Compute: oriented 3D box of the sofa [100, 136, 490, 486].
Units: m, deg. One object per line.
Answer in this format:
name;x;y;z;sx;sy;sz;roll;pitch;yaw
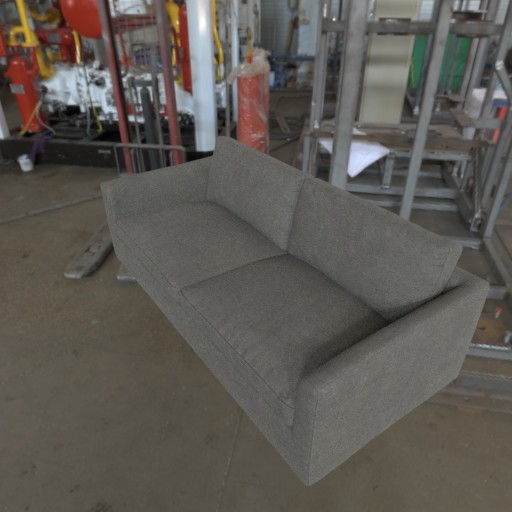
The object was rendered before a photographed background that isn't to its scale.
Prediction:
sofa;0.000;0.000;2.662;1.092;0.838;2.257;-21;37;-29
